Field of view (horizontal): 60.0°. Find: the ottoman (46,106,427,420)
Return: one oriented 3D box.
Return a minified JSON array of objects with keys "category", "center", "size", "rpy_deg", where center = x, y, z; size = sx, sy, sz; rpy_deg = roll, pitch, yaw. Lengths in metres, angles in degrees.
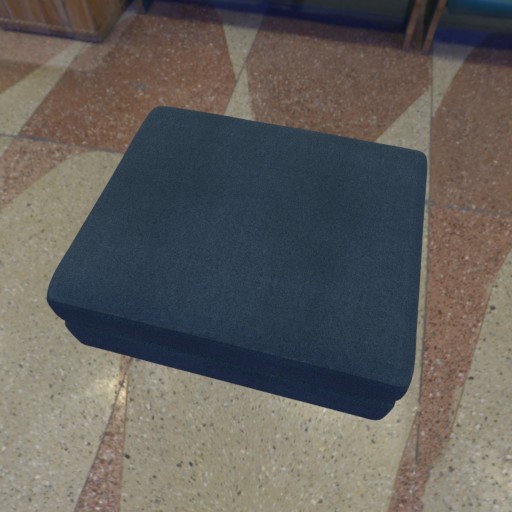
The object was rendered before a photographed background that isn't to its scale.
[{"category":"ottoman","center":[0.000,0.000,1.248],"size":[0.821,0.474,0.693],"rpy_deg":[12,58,8]}]
